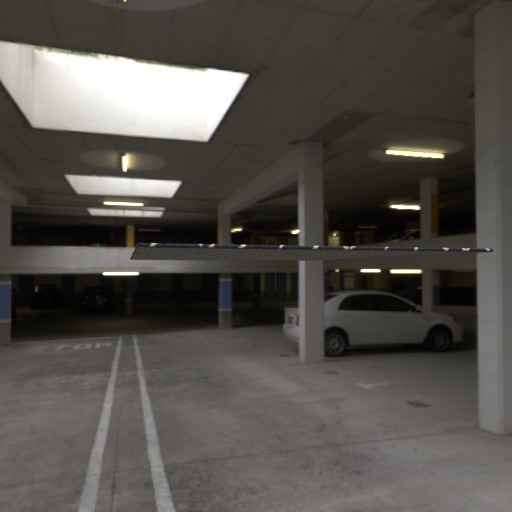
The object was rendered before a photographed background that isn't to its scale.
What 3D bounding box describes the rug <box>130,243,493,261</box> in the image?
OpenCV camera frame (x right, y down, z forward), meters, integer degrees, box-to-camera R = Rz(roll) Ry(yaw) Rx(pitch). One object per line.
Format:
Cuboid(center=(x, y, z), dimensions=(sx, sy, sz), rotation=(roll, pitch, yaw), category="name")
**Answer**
Cuboid(center=(0.000, 0.000, 2.265), dimensions=(1.223, 0.013, 1.830), rotation=(0, -2, -16), category="rug")
